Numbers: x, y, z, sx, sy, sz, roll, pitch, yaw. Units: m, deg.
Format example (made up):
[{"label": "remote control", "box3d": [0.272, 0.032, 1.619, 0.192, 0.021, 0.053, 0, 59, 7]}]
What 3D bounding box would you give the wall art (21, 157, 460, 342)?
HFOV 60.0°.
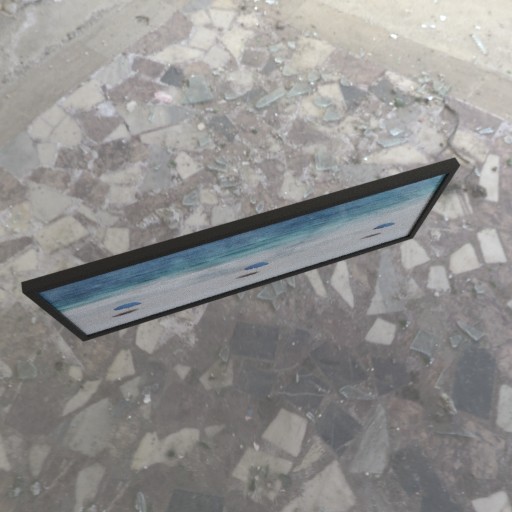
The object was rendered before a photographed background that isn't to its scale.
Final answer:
[{"label": "wall art", "box3d": [0.000, 0.000, 1.769, 1.572, 0.554, 0.041, -17, 64, -8]}]
